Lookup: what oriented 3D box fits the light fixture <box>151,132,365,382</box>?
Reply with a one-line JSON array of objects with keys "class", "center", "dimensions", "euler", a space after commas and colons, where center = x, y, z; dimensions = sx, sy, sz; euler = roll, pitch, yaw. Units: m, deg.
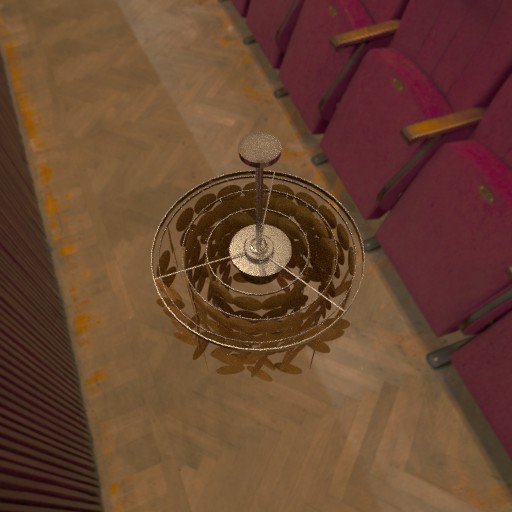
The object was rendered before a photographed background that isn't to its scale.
[{"class": "light fixture", "center": [0.000, 0.000, 0.753], "dimensions": [0.368, 0.492, 0.368], "euler": [0, 58, 0]}]
